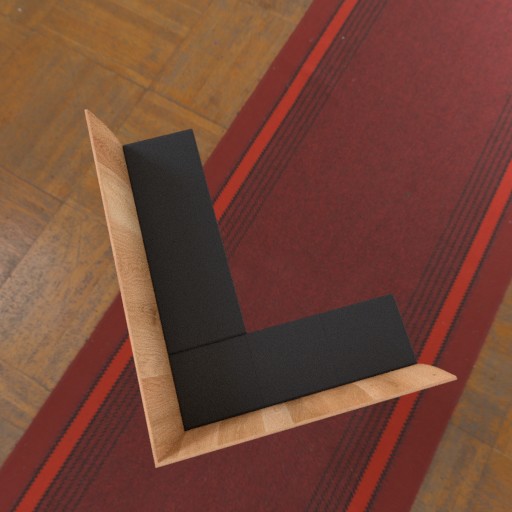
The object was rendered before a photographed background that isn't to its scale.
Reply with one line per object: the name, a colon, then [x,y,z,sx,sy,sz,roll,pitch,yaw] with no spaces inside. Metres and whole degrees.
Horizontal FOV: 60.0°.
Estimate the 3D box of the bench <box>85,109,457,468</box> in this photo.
bench: [0.000,0.000,2.787,1.495,0.930,1.945,-15,76,-4]
